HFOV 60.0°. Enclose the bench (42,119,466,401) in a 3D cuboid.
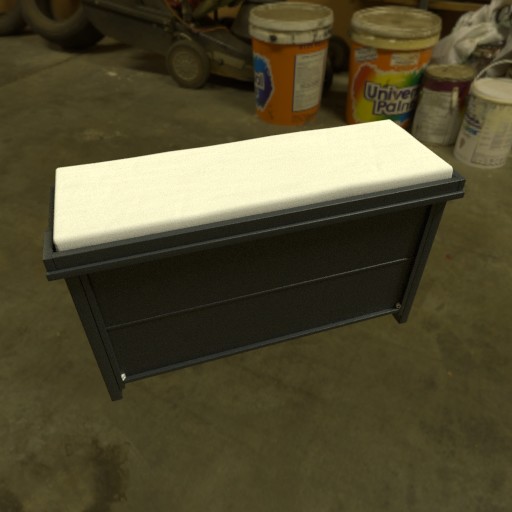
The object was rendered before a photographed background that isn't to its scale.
[{"bbox_3d":[0.000,0.000,1.245,0.973,0.561,0.345,-12,42,-13],"label":"bench"}]
